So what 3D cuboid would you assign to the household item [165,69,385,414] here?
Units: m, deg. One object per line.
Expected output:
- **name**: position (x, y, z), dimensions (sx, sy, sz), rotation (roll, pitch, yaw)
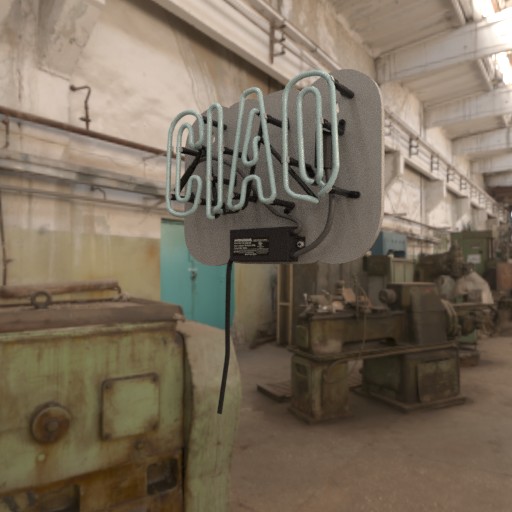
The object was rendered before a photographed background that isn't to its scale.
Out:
- **household item**: position (0.000, 0.000, 0.379), dimensions (0.211, 0.294, 0.042), rotation (-1, -1, 38)
